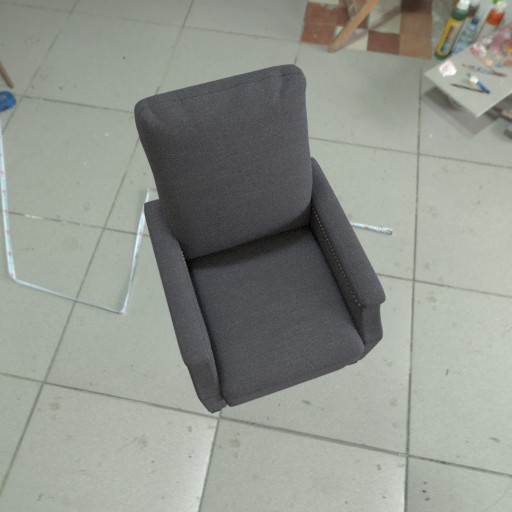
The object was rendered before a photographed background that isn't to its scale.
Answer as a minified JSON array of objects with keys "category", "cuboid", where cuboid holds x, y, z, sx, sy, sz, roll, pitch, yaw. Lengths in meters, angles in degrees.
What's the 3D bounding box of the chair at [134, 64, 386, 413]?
[{"category":"chair","cuboid":[0.000,0.000,1.672,0.710,1.049,0.922,-17,65,-8]}]
